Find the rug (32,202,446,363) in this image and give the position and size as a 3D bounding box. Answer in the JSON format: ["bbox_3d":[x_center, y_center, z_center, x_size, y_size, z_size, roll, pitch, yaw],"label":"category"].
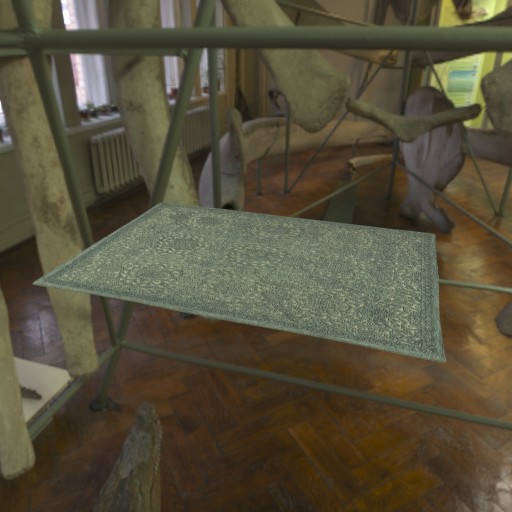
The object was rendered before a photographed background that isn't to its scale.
[{"bbox_3d":[0.000,0.000,2.356,1.830,0.016,1.224,8,27,16],"label":"rug"}]
